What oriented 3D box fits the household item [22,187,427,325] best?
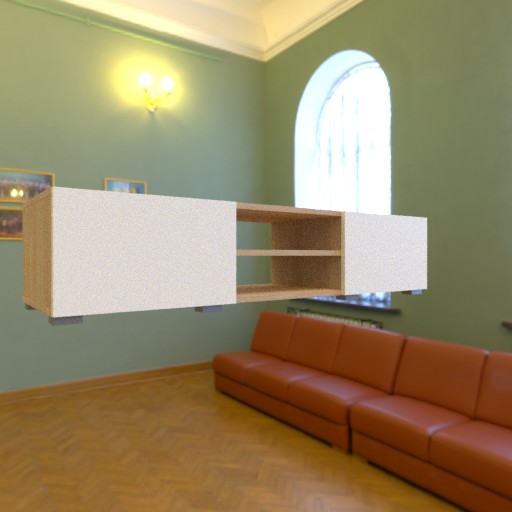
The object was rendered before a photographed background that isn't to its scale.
[{"bbox_3d":[0.000,0.000,1.550,1.400,0.310,0.420,0,0,-36],"label":"household item"}]
